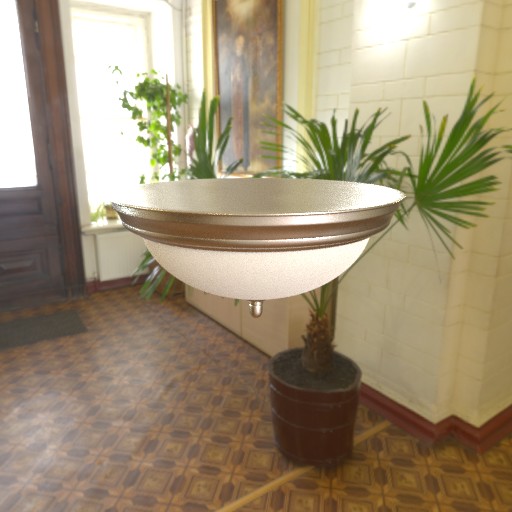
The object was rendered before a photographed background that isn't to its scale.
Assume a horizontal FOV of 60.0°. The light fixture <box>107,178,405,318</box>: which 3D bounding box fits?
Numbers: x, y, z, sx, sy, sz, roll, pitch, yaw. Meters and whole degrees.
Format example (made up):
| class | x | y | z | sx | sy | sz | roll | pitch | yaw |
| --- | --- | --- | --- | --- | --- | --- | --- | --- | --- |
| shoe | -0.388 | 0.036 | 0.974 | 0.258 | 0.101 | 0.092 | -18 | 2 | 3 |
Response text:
| class | x | y | z | sx | sy | sz | roll | pitch | yaw |
| --- | --- | --- | --- | --- | --- | --- | --- | --- | --- |
| light fixture | 0.000 | 0.000 | 0.453 | 0.280 | 0.135 | 0.280 | 0 | 15 | 0 |
